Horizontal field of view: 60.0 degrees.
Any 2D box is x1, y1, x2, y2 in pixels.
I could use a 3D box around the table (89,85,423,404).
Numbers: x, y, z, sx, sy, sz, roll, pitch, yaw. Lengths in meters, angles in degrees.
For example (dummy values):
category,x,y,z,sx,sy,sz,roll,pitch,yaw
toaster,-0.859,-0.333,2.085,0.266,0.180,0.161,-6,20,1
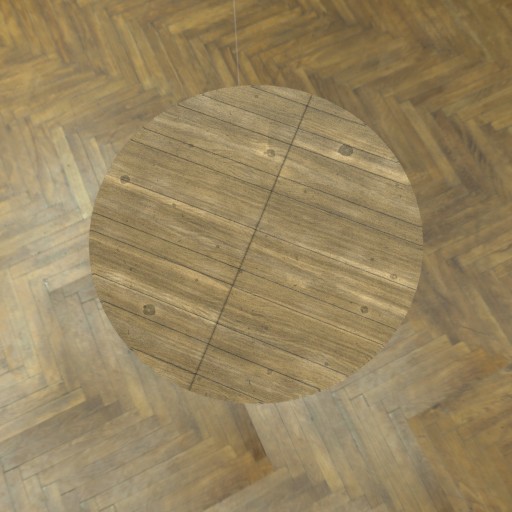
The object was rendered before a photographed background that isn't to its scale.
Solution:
category,x,y,z,sx,sy,sz,roll,pitch,yaw
table,0.000,0.000,1.985,1.213,0.764,1.213,0,75,0
